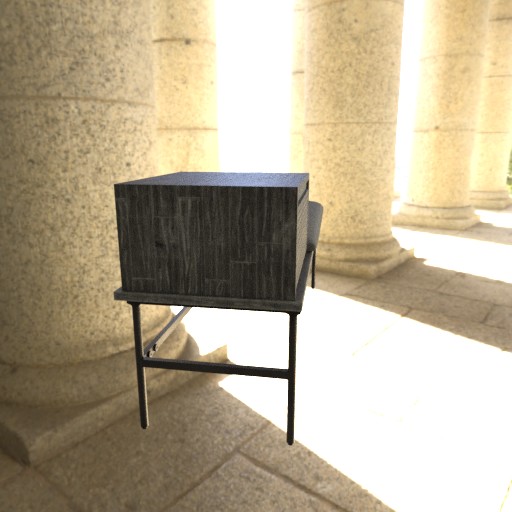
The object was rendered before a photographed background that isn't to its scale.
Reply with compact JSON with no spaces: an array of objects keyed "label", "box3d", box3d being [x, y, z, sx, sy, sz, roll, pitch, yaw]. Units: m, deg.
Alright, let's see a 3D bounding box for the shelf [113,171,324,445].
[{"label":"shelf","box3d":[0.000,0.000,1.628,0.457,0.633,1.342,2,14,9]}]
